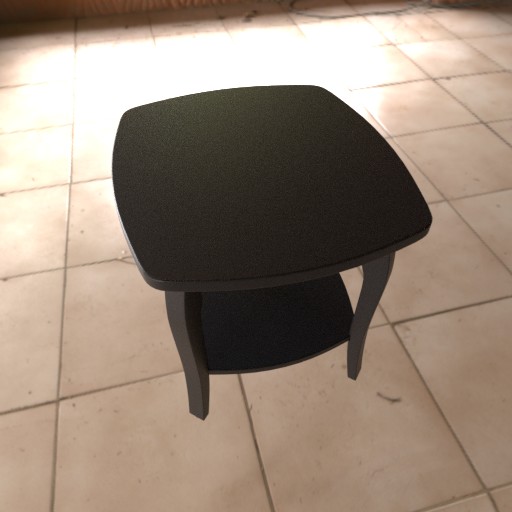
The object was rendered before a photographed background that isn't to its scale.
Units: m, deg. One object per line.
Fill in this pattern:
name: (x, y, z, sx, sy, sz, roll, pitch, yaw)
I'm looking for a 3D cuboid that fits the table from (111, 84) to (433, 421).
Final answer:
table: (0.000, 0.000, 0.879, 0.457, 0.457, 0.508, -11, 47, -11)
